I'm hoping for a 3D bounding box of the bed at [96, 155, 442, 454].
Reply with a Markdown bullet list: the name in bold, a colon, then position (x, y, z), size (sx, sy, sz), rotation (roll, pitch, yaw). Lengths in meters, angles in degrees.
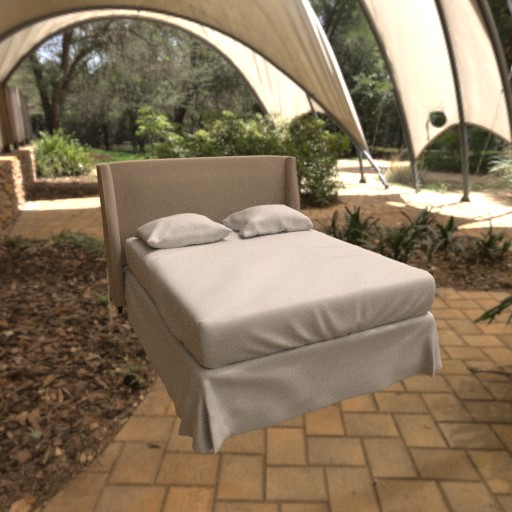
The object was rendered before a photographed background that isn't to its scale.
- **bed**: position (0.000, 0.000, 3.387), size (1.925, 1.332, 2.276), rotation (-8, 19, -26)
